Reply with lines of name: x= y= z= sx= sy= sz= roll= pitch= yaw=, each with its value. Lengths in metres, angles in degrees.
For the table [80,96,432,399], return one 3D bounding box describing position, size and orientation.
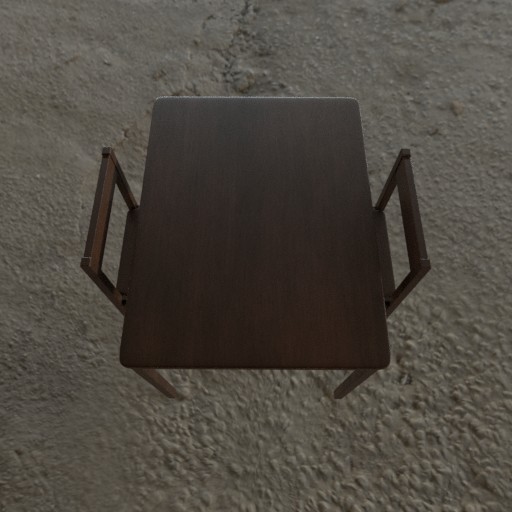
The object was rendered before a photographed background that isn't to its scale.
table: x=0.000 y=0.000 z=1.129 sx=0.672 sy=0.503 sz=0.650 roll=0 pitch=65 yaw=0
